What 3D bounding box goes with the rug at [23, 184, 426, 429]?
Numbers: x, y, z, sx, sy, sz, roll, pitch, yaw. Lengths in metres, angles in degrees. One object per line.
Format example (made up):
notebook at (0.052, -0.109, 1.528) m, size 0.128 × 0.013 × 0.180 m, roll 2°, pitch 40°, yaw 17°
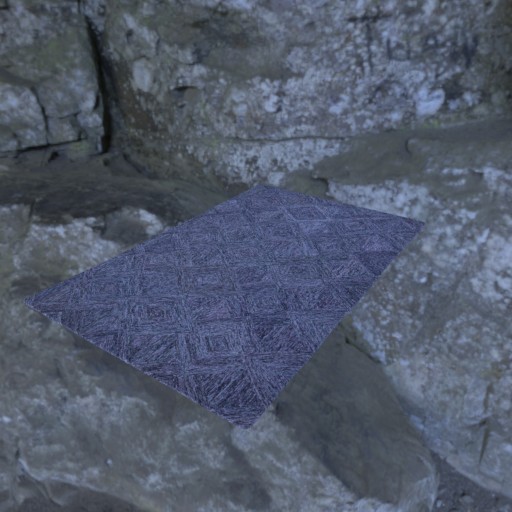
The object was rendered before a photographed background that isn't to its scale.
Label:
rug at (0.000, 0.000, 2.180) m, size 1.158 × 0.013 × 1.752 m, roll 18°, pitch 34°, yaw 30°
